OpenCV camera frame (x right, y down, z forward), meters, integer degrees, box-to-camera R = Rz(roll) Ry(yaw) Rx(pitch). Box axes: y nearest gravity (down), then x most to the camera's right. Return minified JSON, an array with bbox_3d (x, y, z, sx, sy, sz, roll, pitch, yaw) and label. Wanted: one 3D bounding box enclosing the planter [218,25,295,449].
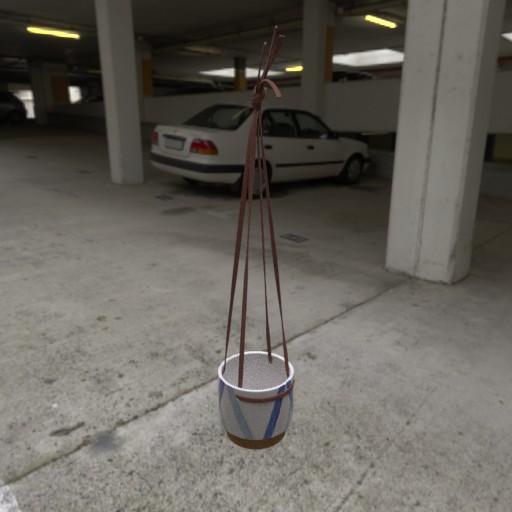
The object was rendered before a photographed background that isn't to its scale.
[{"bbox_3d":[0.000,0.000,0.818,0.157,0.753,0.153,15,22,42],"label":"planter"}]
